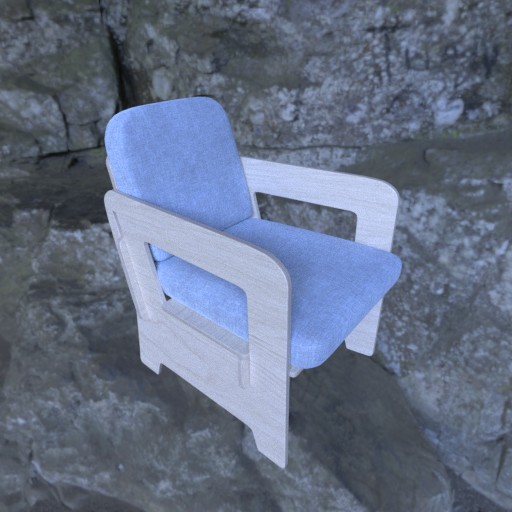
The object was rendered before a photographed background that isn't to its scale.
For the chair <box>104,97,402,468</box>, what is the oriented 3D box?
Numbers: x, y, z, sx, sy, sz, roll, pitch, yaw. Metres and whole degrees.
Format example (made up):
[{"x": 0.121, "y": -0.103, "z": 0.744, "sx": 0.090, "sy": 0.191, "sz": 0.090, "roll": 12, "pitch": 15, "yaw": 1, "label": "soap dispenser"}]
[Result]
[{"x": 0.000, "y": 0.000, "z": 1.274, "sx": 0.710, "sy": 0.800, "sz": 0.590, "roll": 19, "pitch": 33, "yaw": 32, "label": "chair"}]
